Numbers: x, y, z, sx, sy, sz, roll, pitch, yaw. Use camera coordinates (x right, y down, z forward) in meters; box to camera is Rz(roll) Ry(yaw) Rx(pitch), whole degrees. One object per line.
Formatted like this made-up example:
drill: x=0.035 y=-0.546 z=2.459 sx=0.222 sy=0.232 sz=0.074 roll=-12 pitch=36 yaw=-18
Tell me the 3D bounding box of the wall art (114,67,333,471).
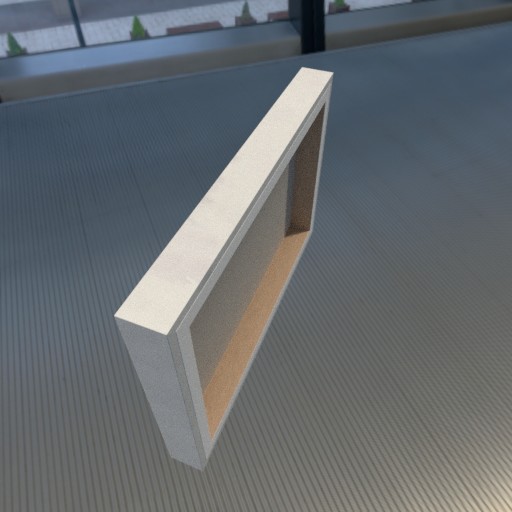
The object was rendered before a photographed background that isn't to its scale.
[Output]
wall art: x=0.000 y=0.000 z=0.486 sx=0.038 sy=0.254 sz=0.381 roll=17 pitch=49 yaw=15
